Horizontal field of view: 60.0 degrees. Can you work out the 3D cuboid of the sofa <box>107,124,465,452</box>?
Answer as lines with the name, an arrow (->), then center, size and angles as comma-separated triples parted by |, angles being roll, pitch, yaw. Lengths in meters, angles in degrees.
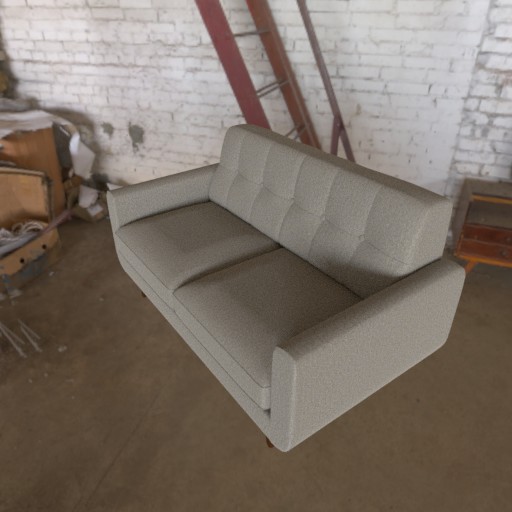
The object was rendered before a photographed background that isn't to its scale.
sofa -> 0.000, 0.000, 2.220 | 0.952, 0.925, 1.651 | -21, 37, -30
